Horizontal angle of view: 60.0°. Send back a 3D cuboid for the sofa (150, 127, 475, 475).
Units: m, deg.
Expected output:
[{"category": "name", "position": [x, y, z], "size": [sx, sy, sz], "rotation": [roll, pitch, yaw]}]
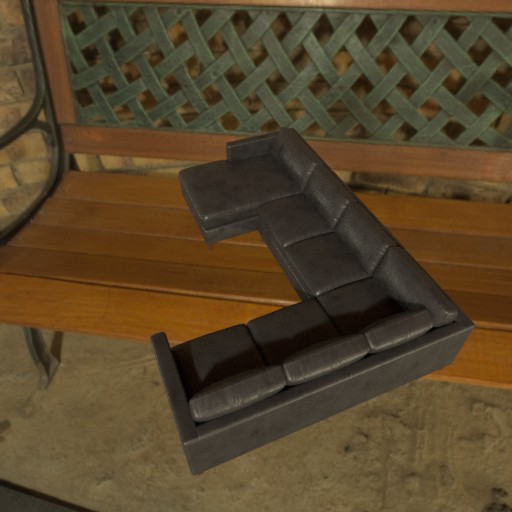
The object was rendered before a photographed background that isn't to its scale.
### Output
[{"category": "sofa", "position": [0.000, 0.000, 4.498], "size": [2.452, 0.891, 3.324], "rotation": [-17, 49, -16]}]
